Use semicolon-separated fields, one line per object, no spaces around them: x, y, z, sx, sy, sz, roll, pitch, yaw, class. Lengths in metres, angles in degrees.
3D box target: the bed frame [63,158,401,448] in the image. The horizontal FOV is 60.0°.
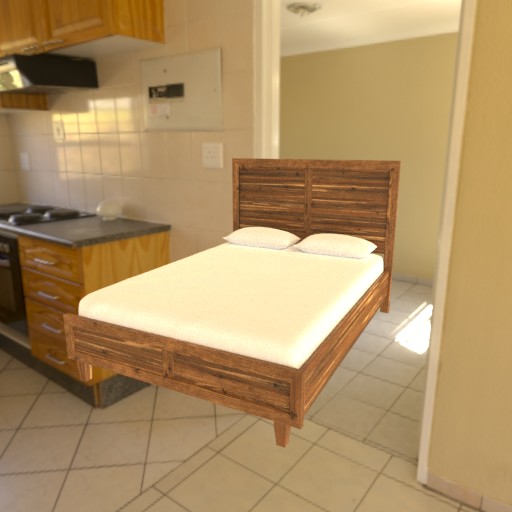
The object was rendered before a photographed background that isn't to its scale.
0.000;0.000;3.472;1.696;1.417;2.276;7;16;27;bed frame
